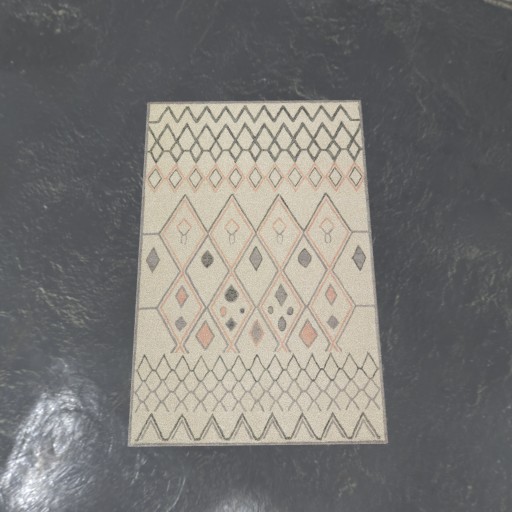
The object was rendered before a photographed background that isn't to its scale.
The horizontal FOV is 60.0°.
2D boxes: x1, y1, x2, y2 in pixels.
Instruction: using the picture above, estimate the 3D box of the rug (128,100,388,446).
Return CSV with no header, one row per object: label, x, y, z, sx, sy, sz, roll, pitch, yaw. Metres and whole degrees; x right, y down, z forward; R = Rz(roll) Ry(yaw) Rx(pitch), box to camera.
rug,0.000,0.000,2.305,1.219,0.016,1.829,-1,75,0
